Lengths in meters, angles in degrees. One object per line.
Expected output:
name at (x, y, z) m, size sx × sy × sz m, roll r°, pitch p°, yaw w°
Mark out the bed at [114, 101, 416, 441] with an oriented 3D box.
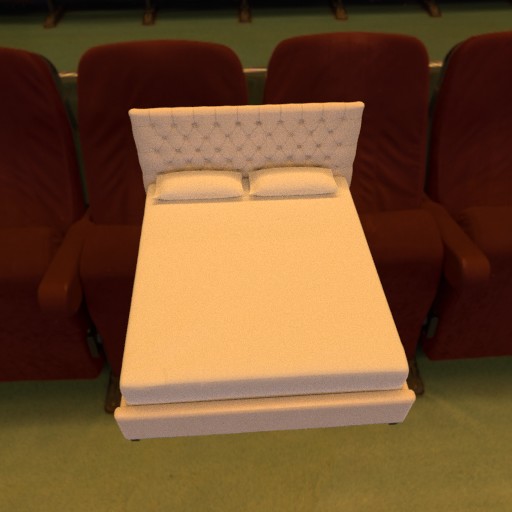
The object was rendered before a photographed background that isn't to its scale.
bed at (0.000, 0.000, 3.612) m, size 2.078 × 1.427 × 2.387 m, roll -3°, pitch 47°, yaw -3°
